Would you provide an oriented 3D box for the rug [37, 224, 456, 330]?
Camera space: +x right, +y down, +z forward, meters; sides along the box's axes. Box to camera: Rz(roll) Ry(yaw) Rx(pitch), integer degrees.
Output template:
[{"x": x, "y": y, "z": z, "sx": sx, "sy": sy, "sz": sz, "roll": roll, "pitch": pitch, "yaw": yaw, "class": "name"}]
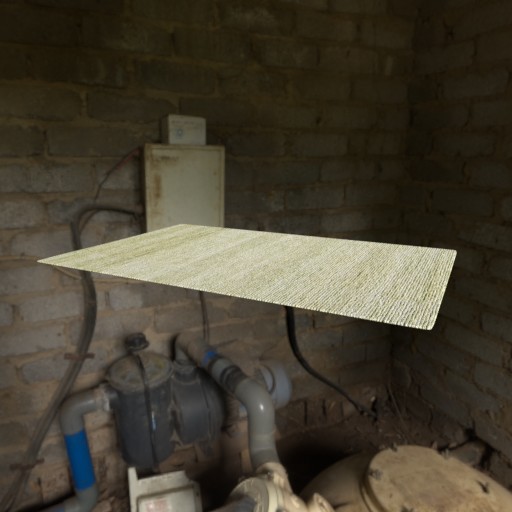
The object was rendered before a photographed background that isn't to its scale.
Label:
[{"x": 0.000, "y": 0.000, "z": 2.195, "sx": 1.758, "sy": 0.010, "sz": 1.143, "roll": 7, "pitch": 16, "yaw": 26, "class": "rug"}]
